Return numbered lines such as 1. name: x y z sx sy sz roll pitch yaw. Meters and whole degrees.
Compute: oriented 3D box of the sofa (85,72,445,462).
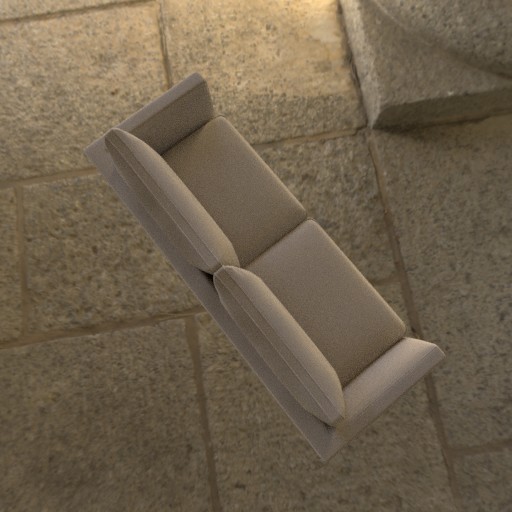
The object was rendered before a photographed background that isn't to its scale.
1. sofa: 0.000 0.000 2.713 0.868 1.005 2.214 -38 80 -8
